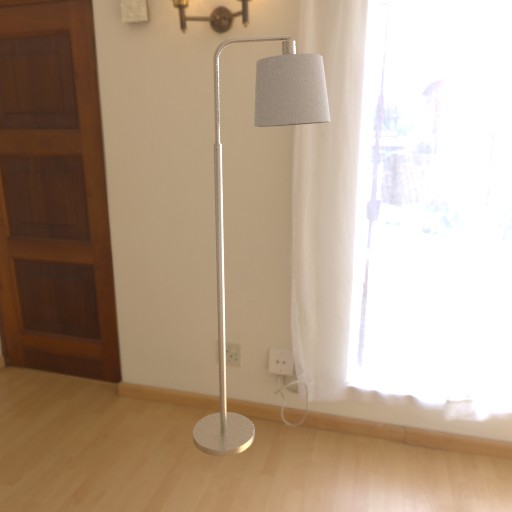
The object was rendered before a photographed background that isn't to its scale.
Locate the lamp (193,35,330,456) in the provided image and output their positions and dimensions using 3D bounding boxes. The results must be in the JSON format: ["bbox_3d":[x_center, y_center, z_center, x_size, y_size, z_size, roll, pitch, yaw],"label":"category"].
[{"bbox_3d":[0.000,0.000,1.611,0.508,1.478,0.254,-2,15,-9],"label":"lamp"}]
